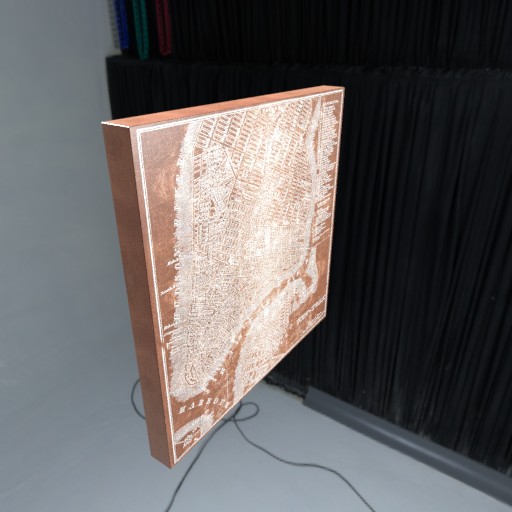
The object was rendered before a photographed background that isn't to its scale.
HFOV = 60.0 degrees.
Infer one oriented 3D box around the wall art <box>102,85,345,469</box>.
[{"bbox_3d":[0.000,0.000,0.602,0.035,0.403,0.403,17,31,31],"label":"wall art"}]
